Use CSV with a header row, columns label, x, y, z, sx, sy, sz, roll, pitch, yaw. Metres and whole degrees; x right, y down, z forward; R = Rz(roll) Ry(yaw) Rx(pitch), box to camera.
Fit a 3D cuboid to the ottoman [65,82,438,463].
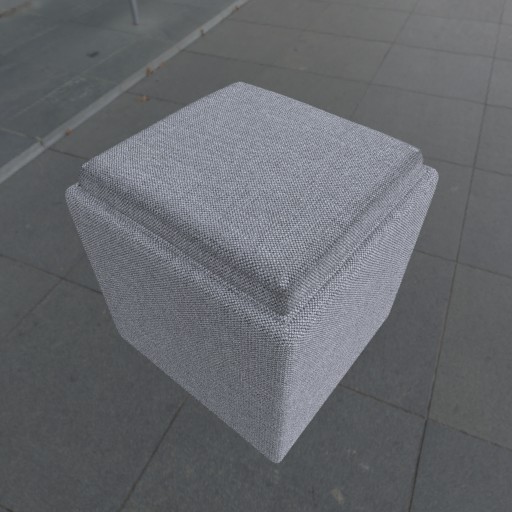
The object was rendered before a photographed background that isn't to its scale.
label,x,y,z,sx,sy,sz,roll,pitch,yaw
ottoman,0.000,0.000,0.851,0.454,0.487,0.436,31,54,26
